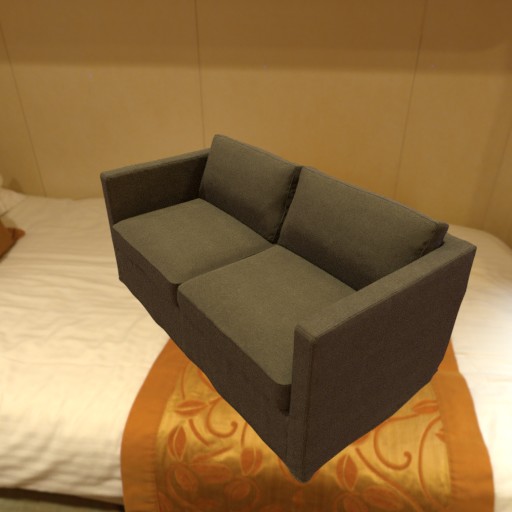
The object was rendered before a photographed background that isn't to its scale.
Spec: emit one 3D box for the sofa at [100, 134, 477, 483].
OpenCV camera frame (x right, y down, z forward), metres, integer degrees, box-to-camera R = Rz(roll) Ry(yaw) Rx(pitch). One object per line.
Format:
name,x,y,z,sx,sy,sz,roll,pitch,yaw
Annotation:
sofa,0.000,0.000,2.321,0.974,0.854,1.802,-22,37,-31
